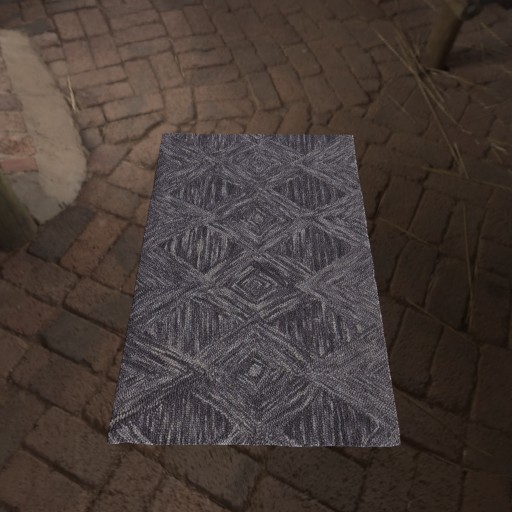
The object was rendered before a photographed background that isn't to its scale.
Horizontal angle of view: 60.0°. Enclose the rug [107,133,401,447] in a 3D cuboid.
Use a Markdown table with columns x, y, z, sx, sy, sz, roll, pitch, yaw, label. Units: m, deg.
| x | y | z | sx | sy | sz | roll | pitch | yaw | label |
| --- | --- | --- | --- | --- | --- | --- | --- | --- | --- |
| 0.000 | 0.000 | 2.269 | 1.186 | 0.012 | 1.814 | 0 | 57 | 0 | rug |
